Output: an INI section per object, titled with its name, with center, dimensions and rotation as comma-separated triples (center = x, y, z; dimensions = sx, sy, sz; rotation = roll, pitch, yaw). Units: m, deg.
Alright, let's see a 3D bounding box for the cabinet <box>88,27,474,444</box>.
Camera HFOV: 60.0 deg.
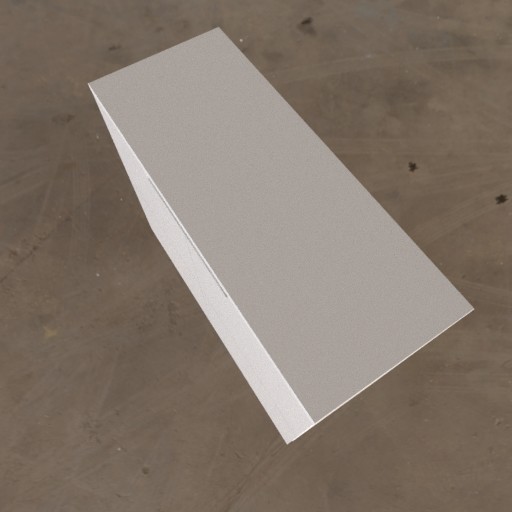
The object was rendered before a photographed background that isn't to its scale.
[cabinet]
center = 0.000, 0.000, 1.387
dimensions = 0.400, 0.800, 1.000
rotation = -30, 68, -14
